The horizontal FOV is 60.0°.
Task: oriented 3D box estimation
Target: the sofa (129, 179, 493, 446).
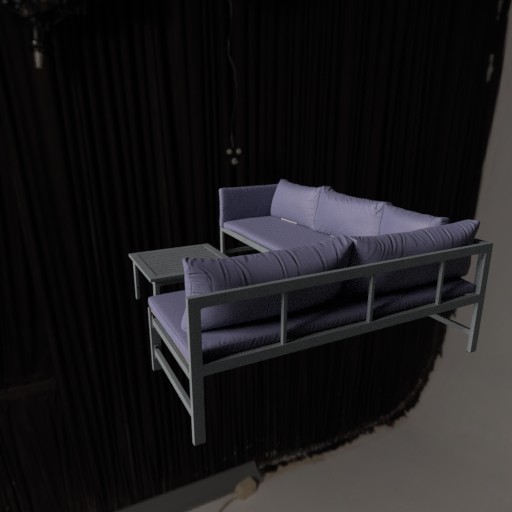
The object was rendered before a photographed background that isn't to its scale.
[{"bbox_3d":[0.000,0.000,2.916,1.658,0.762,2.149,-9,19,-26],"label":"sofa"}]
